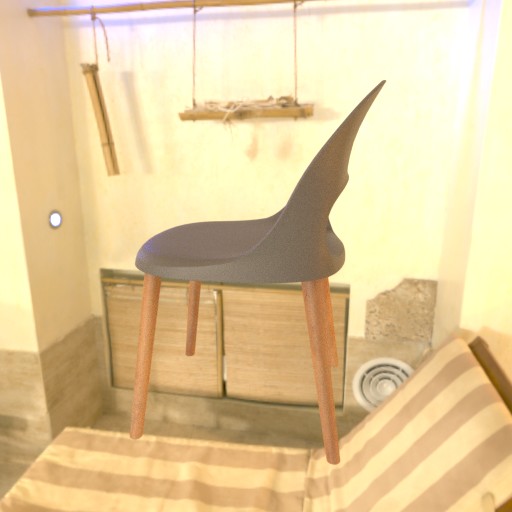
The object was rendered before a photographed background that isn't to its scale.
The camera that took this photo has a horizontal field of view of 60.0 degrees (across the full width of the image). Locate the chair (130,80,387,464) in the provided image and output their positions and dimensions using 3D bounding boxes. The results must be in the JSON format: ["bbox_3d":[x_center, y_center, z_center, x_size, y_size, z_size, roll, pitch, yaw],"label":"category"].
[{"bbox_3d":[0.000,0.000,1.096,0.556,0.795,0.470,3,15,9],"label":"chair"}]
